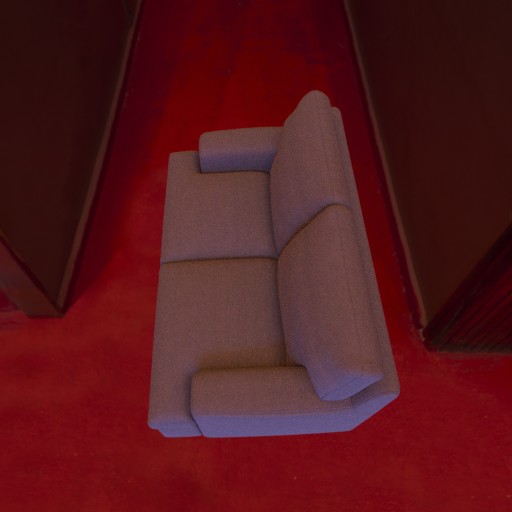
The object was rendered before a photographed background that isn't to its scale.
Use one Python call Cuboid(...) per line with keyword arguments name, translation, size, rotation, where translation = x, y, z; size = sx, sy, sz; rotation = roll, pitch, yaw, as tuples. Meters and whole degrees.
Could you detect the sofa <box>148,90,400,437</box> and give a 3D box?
Cuboid(name="sofa", translation=(0.000, 0.000, 2.552), size=(1.140, 0.950, 1.869), rotation=(-2, 58, -1))
